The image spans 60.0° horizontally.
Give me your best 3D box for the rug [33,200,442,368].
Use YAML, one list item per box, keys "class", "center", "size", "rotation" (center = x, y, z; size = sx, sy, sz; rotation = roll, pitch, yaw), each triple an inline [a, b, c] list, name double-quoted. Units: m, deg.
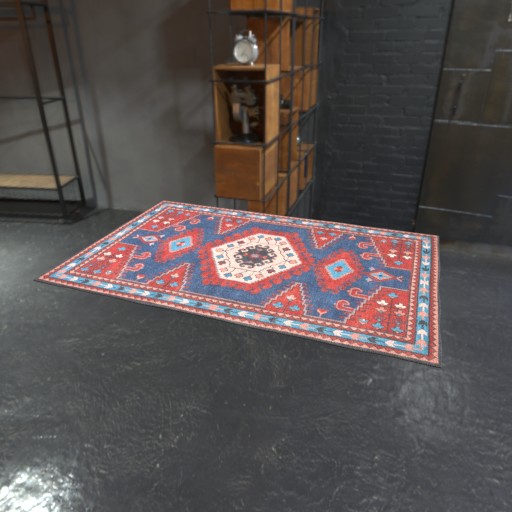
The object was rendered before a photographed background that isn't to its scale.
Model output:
- class: "rug"
  center: [0.000, 0.000, 2.331]
  size: [1.820, 0.012, 1.207]
  rotation: [9, 28, 18]
